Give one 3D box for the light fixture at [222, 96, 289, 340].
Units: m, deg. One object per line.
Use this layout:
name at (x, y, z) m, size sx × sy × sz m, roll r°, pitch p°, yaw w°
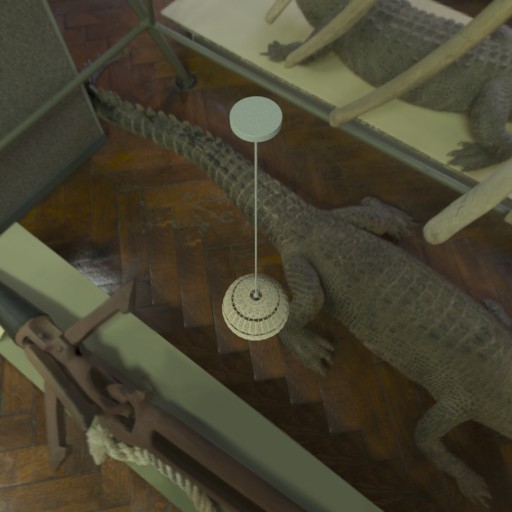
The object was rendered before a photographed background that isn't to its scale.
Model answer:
light fixture at (0.000, 0.000, 2.312) m, size 0.457 × 2.019 × 0.457 m, roll 33°, pitch 68°, yaw 15°
